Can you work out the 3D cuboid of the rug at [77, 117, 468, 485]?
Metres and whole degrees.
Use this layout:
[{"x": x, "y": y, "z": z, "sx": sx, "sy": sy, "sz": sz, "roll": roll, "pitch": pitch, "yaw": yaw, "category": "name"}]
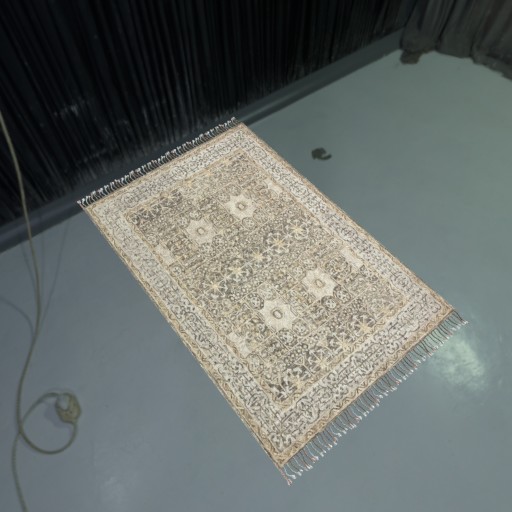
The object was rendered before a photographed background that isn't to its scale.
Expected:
[{"x": 0.000, "y": 0.000, "z": 2.534, "sx": 1.237, "sy": 0.010, "sz": 2.029, "roll": -34, "pitch": 64, "yaw": -19, "category": "rug"}]
